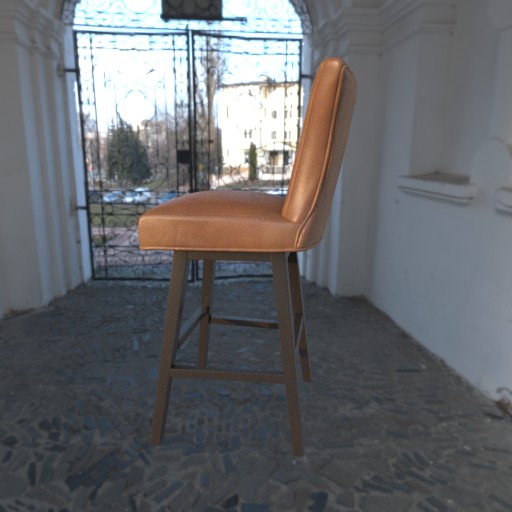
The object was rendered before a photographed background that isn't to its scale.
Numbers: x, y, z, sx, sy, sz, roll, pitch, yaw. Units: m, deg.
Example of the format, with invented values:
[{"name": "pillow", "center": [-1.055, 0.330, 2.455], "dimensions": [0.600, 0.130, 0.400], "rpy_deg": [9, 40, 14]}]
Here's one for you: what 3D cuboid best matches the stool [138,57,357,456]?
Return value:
[{"name": "stool", "center": [0.000, 0.000, 1.433], "dimensions": [0.585, 1.094, 0.522], "rpy_deg": [2, 14, 10]}]
